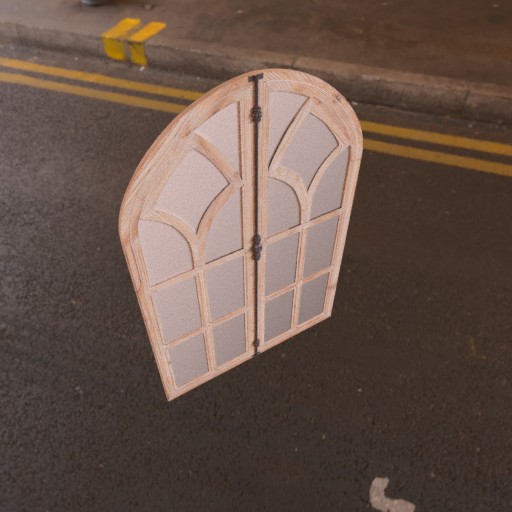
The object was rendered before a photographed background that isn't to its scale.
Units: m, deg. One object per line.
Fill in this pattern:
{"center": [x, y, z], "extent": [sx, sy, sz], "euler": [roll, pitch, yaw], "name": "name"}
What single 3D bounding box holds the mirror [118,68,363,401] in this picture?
{"center": [0.000, 0.000, 1.112], "extent": [0.609, 0.915, 0.032], "euler": [-23, 50, -21], "name": "mirror"}
